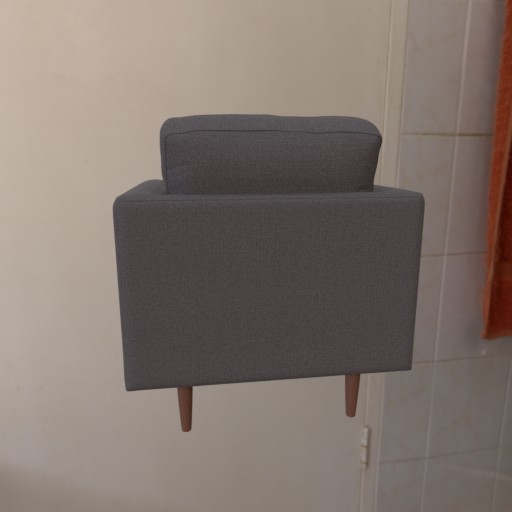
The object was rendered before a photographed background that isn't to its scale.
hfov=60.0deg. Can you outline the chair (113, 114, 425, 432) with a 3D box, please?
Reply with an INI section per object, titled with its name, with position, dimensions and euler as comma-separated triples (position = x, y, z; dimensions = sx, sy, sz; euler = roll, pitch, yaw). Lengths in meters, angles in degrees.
[chair]
position = 0.000, 0.000, 1.588
dimensions = 0.854, 0.927, 0.800
euler = -2, 13, -8
